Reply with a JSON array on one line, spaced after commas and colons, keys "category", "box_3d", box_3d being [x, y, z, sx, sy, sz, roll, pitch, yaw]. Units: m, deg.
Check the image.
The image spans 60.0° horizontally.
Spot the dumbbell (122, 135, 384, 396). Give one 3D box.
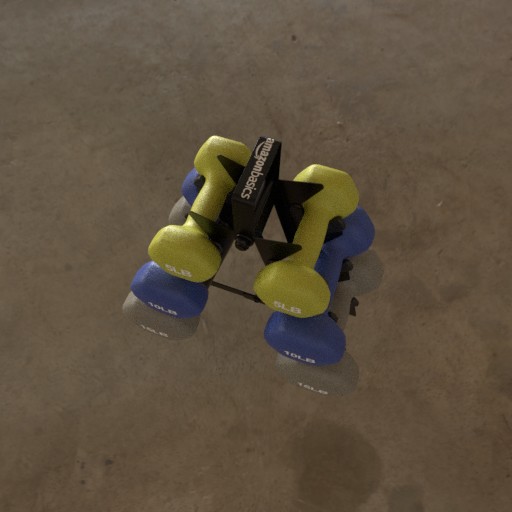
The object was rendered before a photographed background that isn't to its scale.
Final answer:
[{"category": "dumbbell", "box_3d": [0.000, 0.000, 0.670, 0.416, 0.426, 0.261, 18, 64, 9]}]
